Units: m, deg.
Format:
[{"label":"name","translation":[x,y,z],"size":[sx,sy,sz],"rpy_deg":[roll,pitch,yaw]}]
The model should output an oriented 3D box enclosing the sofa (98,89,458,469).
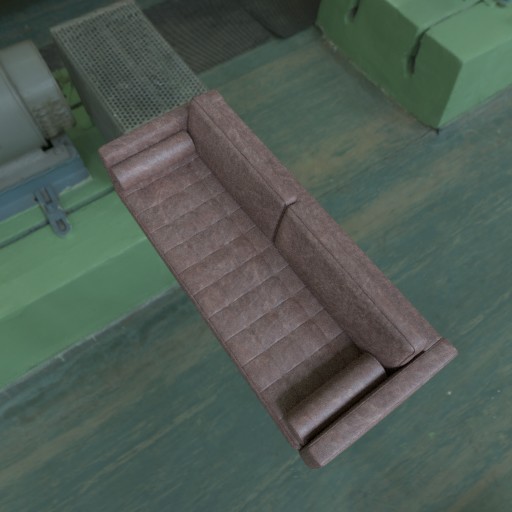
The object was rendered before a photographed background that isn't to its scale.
[{"label":"sofa","translation":[0.000,0.000,2.625],"size":[0.914,0.762,2.210],"rpy_deg":[-33,68,-15]}]
